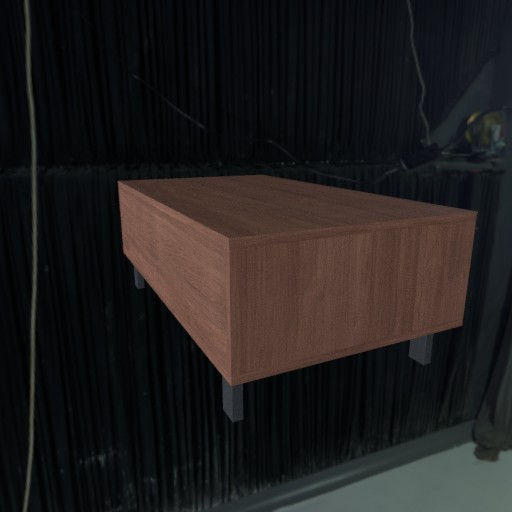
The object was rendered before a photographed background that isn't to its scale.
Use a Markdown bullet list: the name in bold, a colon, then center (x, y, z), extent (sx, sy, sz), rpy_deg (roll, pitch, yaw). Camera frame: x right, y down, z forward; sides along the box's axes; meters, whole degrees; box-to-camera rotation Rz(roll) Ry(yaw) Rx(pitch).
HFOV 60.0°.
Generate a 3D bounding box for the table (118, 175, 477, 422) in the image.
- **table**: center (0.000, 0.000, 1.324), extent (0.600, 0.380, 1.020), rpy_deg (-7, 17, -25)
